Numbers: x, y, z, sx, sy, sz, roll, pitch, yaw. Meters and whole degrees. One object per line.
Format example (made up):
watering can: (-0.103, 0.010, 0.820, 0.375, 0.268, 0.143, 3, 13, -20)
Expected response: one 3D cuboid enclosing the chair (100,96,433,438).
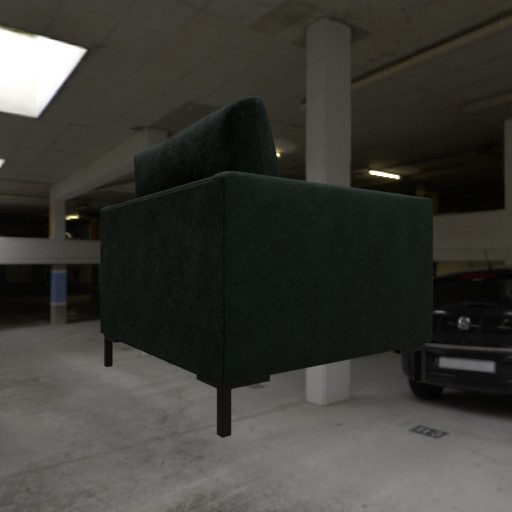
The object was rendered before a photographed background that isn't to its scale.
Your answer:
chair: (0.000, 0.000, 1.641, 0.866, 0.861, 0.963, 0, -1, -36)
